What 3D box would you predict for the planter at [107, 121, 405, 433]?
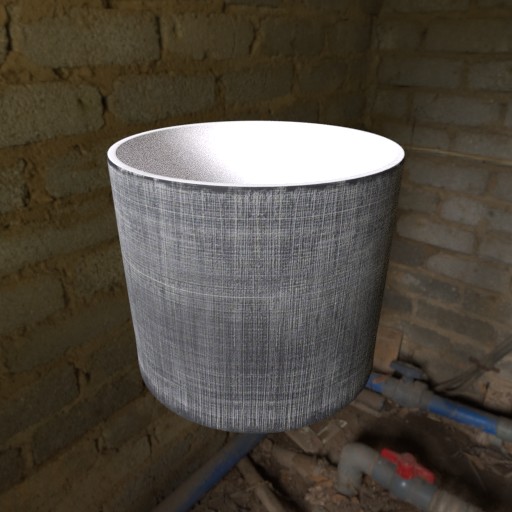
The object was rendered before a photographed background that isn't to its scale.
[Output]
[{"bbox_3d":[0.000,0.000,0.442,0.254,0.221,0.254,0,26,0],"label":"planter"}]
